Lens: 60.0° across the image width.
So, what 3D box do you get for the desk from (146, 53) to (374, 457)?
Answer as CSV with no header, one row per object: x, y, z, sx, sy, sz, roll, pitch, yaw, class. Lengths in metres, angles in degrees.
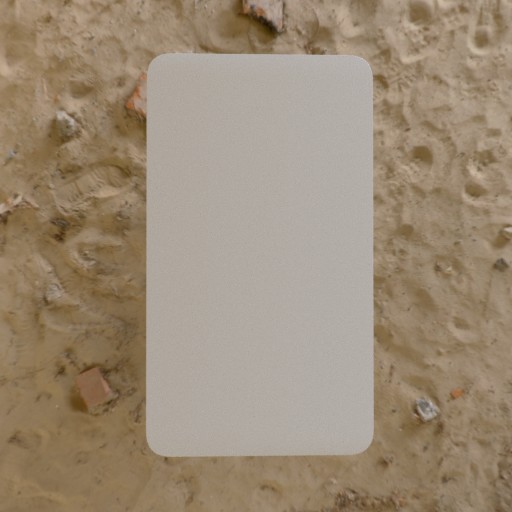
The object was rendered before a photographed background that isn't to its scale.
0.000,0.000,1.251,0.446,0.760,0.790,0,90,-1,desk
